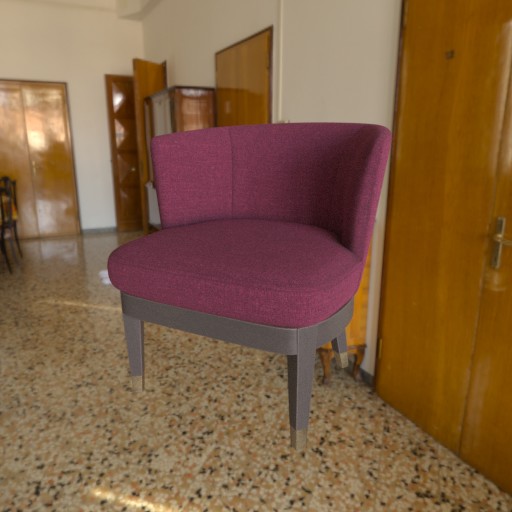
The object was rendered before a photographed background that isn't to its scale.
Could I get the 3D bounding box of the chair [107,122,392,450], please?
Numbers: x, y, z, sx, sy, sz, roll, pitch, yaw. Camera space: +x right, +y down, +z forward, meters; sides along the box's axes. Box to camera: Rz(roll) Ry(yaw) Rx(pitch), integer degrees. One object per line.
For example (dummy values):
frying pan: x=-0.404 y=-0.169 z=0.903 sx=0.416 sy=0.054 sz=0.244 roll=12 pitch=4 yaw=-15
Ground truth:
chair: x=0.000 y=0.000 z=1.282 sx=0.700 sy=0.760 sz=0.660 roll=8 pitch=17 yaw=28
